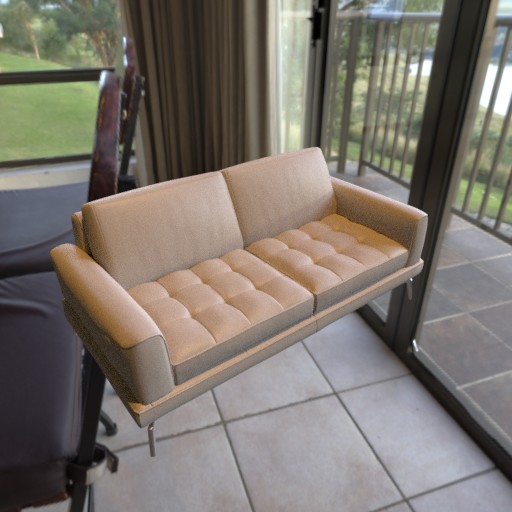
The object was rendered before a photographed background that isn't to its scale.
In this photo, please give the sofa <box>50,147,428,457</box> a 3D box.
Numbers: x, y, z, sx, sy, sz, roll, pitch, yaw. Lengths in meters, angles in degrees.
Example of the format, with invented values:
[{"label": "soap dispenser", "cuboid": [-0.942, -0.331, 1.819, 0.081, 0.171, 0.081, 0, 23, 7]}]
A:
[{"label": "sofa", "cuboid": [0.000, 0.000, 2.777, 2.177, 0.930, 1.121, -21, 36, -32]}]
